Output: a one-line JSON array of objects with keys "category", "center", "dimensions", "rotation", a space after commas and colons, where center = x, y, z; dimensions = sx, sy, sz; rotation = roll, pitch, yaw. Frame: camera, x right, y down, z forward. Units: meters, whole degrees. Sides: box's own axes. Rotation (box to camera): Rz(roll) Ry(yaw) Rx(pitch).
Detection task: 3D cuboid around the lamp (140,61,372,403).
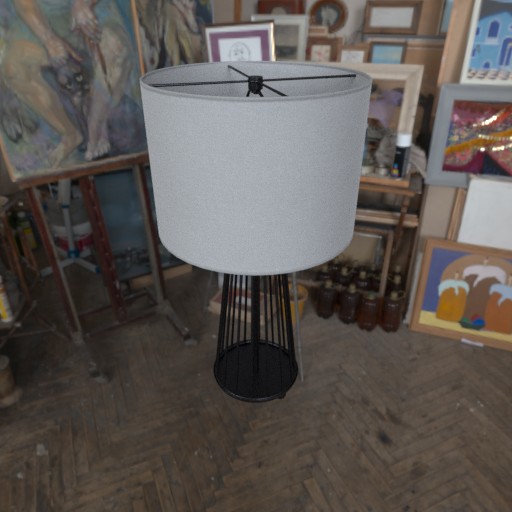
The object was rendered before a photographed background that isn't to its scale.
[{"category": "lamp", "center": [0.000, 0.000, 0.777], "dimensions": [0.322, 0.593, 0.322], "rotation": [-9, 32, -15]}]
